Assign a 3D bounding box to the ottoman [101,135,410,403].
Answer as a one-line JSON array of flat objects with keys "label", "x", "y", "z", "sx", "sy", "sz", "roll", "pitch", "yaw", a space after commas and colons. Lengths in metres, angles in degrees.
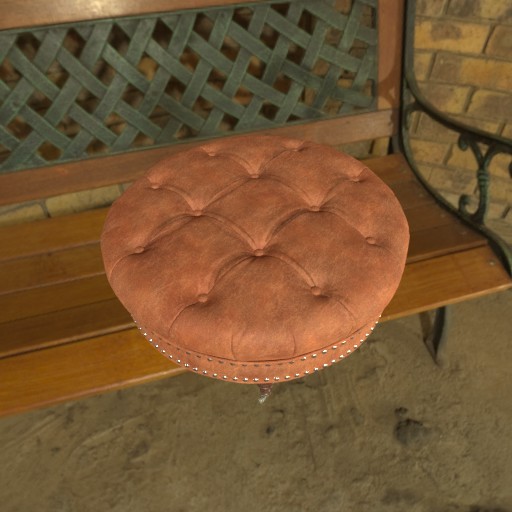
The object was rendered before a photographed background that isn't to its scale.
[{"label": "ottoman", "x": 0.000, "y": 0.000, "z": 1.424, "sx": 0.901, "sy": 0.444, "sz": 0.901, "roll": 0, "pitch": 46, "yaw": 0}]
